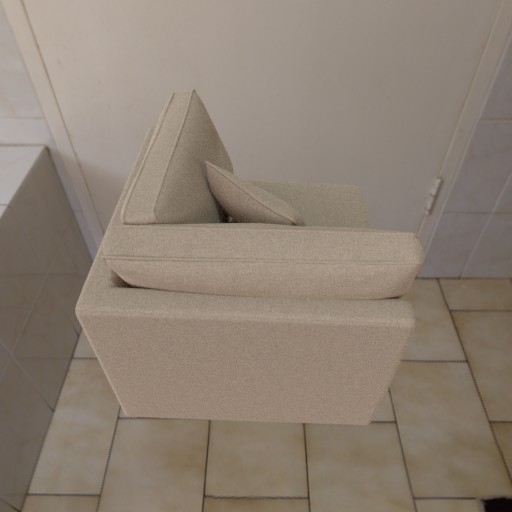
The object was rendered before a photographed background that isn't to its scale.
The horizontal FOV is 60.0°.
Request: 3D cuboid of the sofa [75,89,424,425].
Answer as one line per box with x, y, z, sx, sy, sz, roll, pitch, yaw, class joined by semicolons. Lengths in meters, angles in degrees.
0.000;0.000;1.965;1.084;1.002;1.146;2;46;2;sofa
